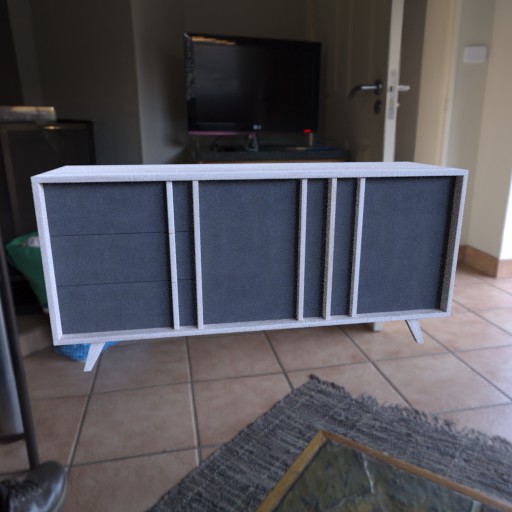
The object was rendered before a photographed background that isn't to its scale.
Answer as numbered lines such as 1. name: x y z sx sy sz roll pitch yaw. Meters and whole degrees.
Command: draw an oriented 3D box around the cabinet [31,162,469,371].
1. cabinet: 0.000 0.000 1.993 1.650 0.780 0.500 -3 16 -9
